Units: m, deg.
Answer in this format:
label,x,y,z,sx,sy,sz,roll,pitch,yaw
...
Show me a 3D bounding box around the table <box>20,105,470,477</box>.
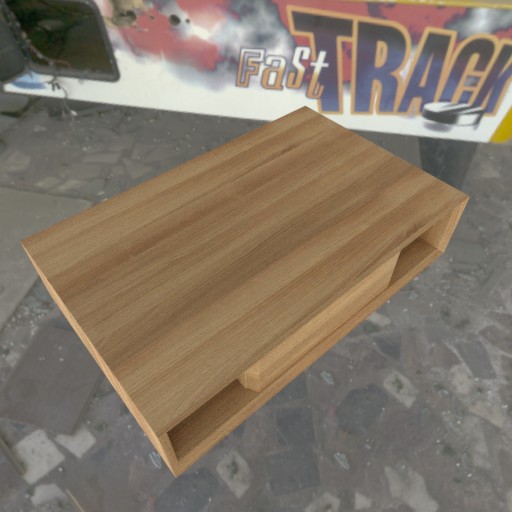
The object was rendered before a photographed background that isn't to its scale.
label,x,y,z,sx,sy,sz,roll,pitch,yaw
table,0.000,0.000,1.397,1.100,0.330,0.700,-33,56,-26
